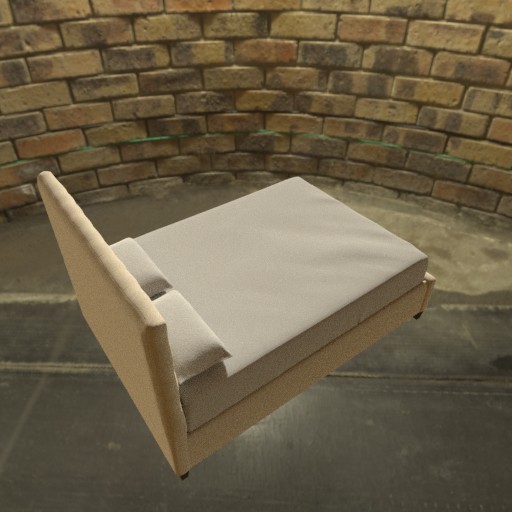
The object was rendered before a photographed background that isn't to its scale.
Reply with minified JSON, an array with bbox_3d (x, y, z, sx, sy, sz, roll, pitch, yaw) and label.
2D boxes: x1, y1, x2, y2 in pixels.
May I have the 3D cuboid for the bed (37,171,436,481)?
[{"bbox_3d":[0.000,0.000,3.357,2.387,1.427,1.698,-25,45,-27],"label":"bed"}]
